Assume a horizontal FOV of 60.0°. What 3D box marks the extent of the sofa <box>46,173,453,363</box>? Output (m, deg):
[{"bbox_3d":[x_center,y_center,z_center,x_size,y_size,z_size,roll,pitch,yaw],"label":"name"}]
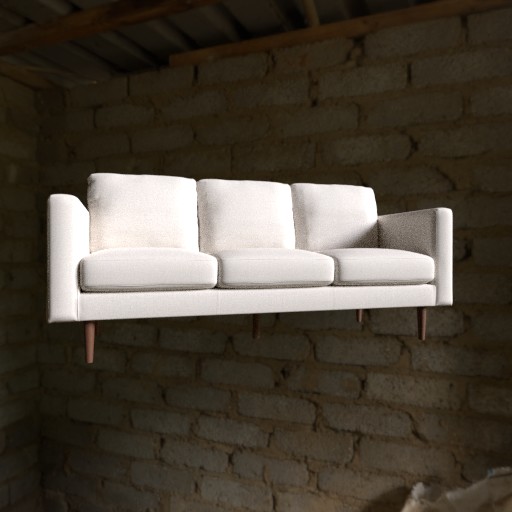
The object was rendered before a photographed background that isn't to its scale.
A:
[{"bbox_3d":[0.000,0.000,2.460,2.029,0.912,0.802,0,0,-17],"label":"sofa"}]
